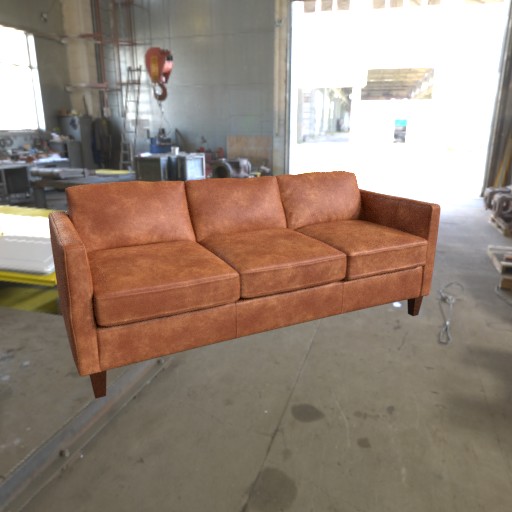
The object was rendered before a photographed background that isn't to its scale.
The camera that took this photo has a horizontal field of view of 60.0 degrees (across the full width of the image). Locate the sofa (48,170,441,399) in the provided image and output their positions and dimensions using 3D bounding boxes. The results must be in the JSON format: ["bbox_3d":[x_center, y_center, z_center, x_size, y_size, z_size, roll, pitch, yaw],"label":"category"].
[{"bbox_3d":[0.000,0.000,3.005,2.464,1.006,1.045,-8,19,-26],"label":"sofa"}]
